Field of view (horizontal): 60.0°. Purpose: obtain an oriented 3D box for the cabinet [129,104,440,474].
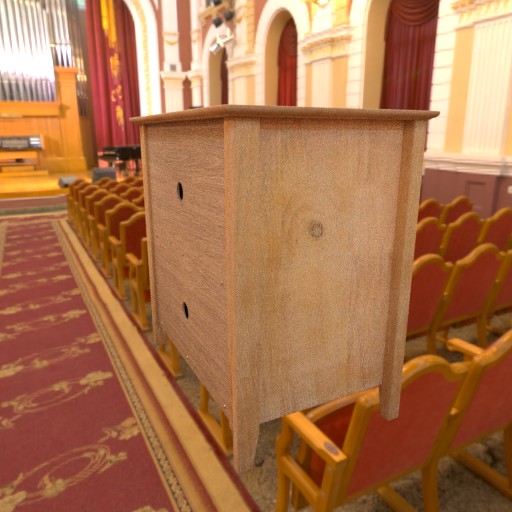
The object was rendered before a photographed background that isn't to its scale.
[{"bbox_3d":[0.000,0.000,1.258,0.503,0.762,0.763,-8,17,-26],"label":"cabinet"}]
